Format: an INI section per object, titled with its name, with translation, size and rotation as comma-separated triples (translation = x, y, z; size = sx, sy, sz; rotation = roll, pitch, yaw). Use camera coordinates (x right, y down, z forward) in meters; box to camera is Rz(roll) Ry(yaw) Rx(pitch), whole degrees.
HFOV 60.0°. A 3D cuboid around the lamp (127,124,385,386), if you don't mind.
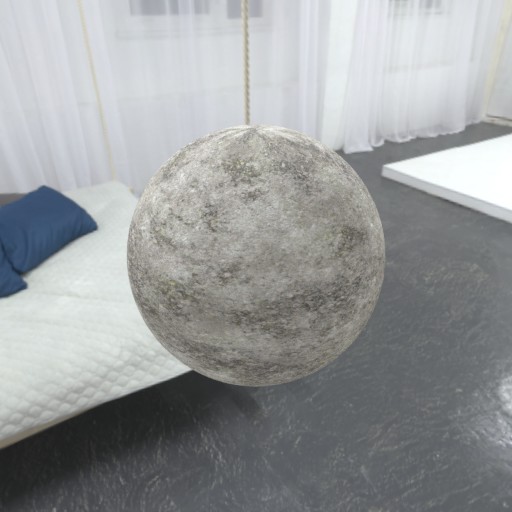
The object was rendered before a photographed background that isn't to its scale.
[lamp]
translation = 0.000, 0.000, 0.753
size = 0.422, 0.429, 0.422
rotation = 0, 29, 0
